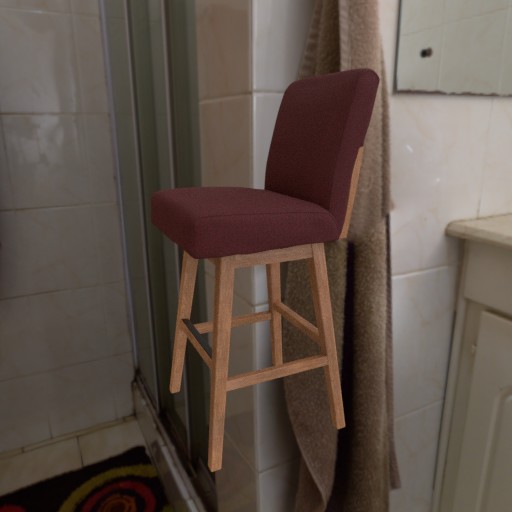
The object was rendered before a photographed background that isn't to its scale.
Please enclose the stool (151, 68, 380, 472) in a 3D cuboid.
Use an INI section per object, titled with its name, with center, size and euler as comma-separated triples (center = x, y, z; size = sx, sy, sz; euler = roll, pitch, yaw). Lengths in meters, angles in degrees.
[stool]
center = 0.000, 0.000, 1.398
size = 0.562, 1.093, 0.468
euler = -8, 18, -24
